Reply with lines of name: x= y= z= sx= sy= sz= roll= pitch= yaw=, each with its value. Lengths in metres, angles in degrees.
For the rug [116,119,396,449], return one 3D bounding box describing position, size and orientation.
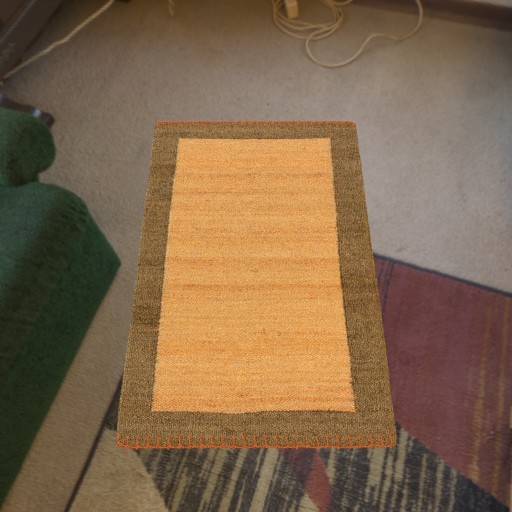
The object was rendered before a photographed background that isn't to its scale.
rug: x=0.000 y=0.000 z=2.294 sx=1.220 sy=0.019 sz=1.838 roll=0 pitch=64 yaw=0
